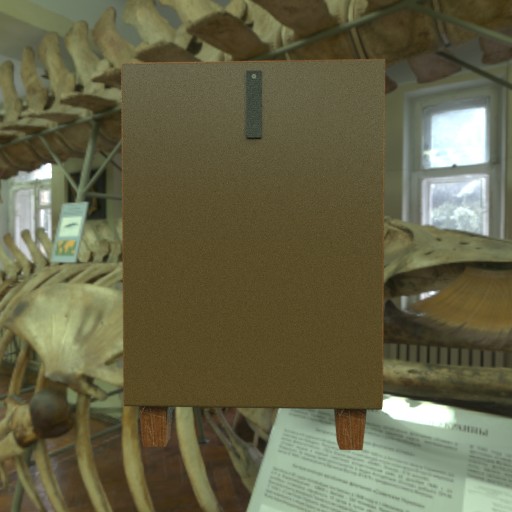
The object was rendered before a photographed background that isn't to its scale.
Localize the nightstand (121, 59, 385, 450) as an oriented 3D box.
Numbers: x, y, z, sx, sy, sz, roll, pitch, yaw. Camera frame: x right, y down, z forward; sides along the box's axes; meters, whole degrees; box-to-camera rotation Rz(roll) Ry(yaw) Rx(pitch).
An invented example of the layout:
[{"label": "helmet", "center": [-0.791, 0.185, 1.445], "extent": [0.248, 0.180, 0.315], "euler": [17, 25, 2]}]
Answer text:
[{"label": "nightstand", "center": [0.000, 0.000, 0.986], "extent": [0.465, 0.695, 0.410], "euler": [0, 1, 2]}]
